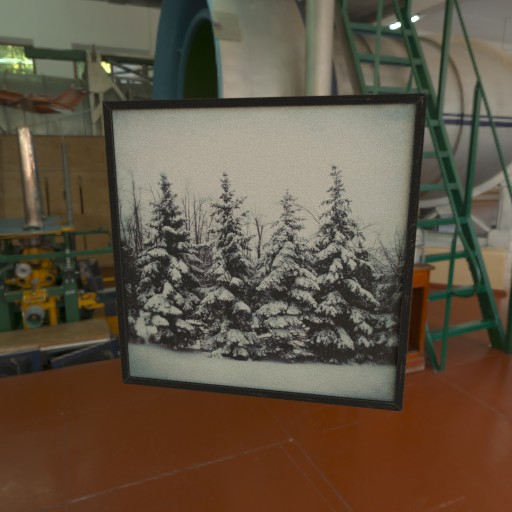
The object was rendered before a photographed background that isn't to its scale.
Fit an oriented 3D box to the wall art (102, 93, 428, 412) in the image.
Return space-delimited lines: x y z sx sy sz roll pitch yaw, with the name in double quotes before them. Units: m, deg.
"wall art" 0.000 0.000 0.751 0.506 0.506 0.036 2 13 11
